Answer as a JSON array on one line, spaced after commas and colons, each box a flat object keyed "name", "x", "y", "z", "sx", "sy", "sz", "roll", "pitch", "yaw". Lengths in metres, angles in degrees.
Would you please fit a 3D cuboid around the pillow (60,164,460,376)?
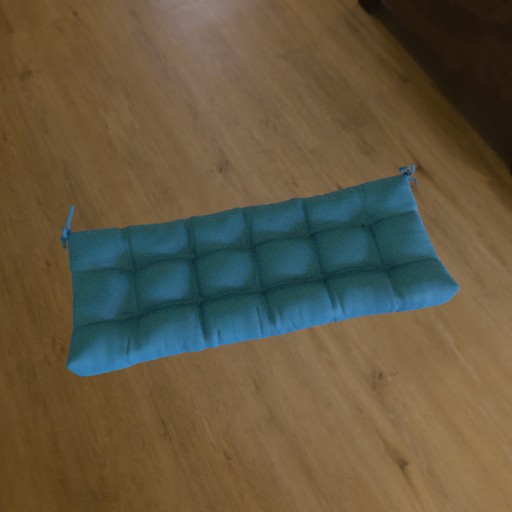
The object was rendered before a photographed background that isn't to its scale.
[{"name": "pillow", "x": 0.000, "y": 0.000, "z": 1.359, "sx": 1.194, "sy": 0.174, "sz": 0.511, "roll": -11, "pitch": 64, "yaw": -5}]
